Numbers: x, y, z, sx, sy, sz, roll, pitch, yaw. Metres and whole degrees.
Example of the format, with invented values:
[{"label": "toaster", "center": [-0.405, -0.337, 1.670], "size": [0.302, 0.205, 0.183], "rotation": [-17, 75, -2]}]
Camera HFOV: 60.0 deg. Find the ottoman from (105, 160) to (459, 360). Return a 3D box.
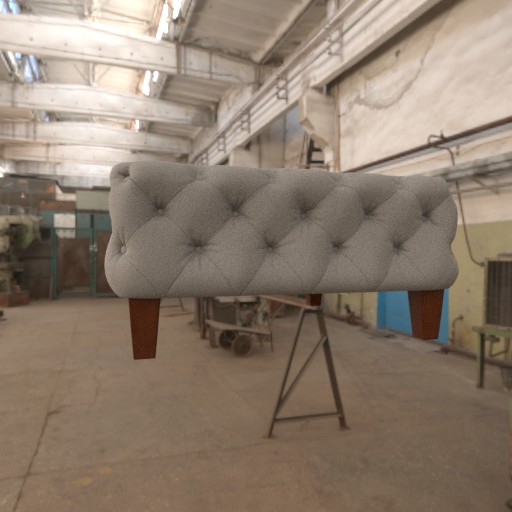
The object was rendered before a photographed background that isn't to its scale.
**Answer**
[{"label": "ottoman", "center": [0.000, 0.000, 1.451], "size": [0.911, 0.439, 0.917], "rotation": [0, 1, -17]}]
